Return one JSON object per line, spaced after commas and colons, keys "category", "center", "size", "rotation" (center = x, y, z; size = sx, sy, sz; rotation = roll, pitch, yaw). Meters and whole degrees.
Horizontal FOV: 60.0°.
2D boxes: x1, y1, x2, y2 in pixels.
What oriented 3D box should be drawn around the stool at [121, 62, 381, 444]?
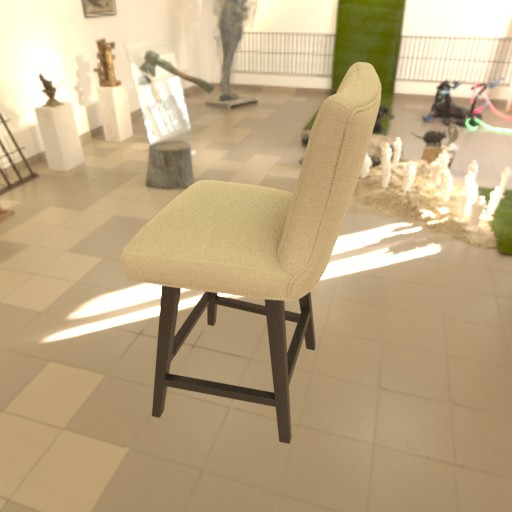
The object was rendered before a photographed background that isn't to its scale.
{"category": "stool", "center": [0.000, 0.000, 1.286], "size": [0.574, 1.000, 0.514], "rotation": [9, 32, 14]}
